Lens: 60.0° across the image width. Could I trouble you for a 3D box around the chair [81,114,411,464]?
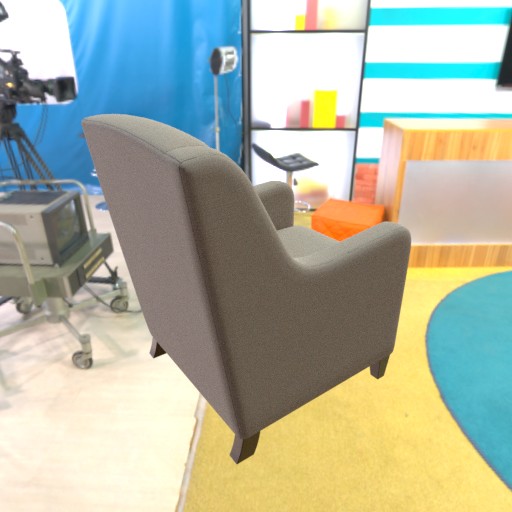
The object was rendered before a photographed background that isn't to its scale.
[{"bbox_3d":[0.000,0.000,1.597,0.896,1.017,0.715,-17,30,-32],"label":"chair"}]
